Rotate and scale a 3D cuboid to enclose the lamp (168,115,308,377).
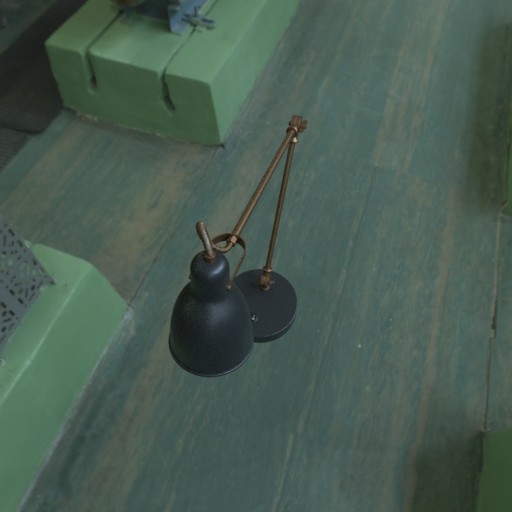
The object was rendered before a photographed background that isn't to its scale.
[{"bbox_3d":[0.000,0.000,0.864,0.187,0.587,0.561,16,59,10],"label":"lamp"}]
